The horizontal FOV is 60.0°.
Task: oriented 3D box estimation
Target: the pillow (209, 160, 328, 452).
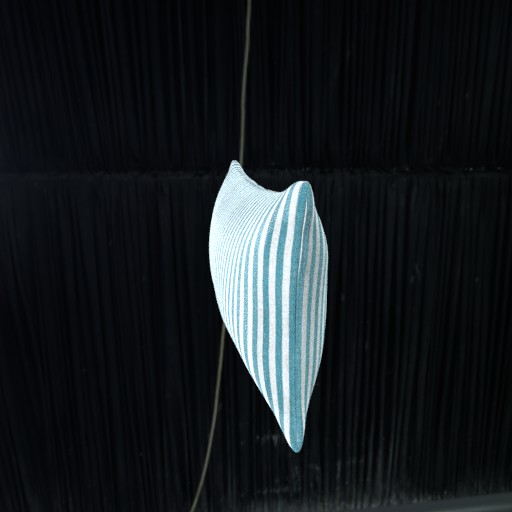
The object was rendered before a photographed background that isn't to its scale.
[{"bbox_3d":[0.000,0.000,0.742,0.151,0.295,0.617,-2,14,-9],"label":"pillow"}]
